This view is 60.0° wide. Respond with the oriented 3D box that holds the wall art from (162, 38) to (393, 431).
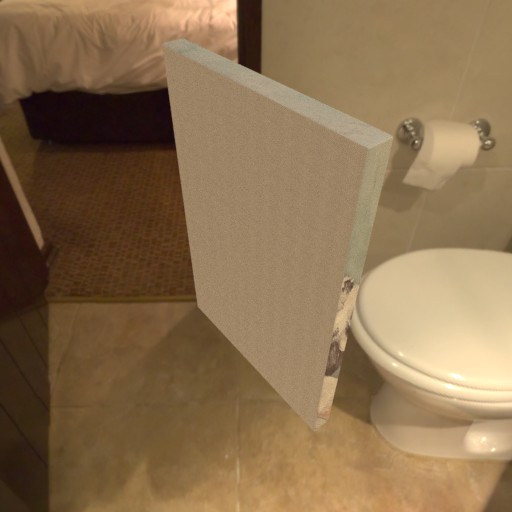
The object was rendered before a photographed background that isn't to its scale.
[{"bbox_3d":[0.000,0.000,1.154,0.061,0.911,0.609,-29,50,-27],"label":"wall art"}]
